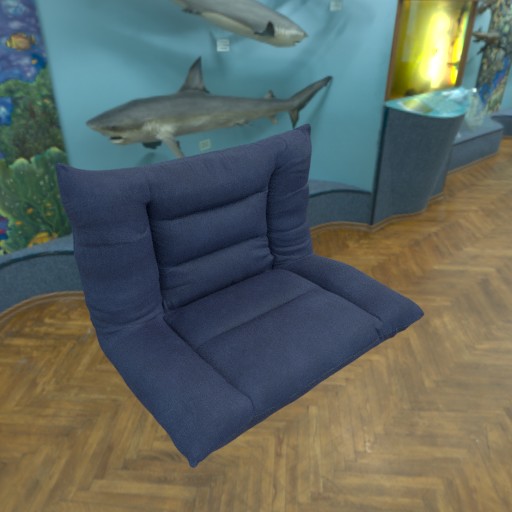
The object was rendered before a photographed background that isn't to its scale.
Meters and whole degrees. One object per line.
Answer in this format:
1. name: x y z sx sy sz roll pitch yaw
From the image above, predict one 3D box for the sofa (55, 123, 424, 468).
1. sofa: 0.000 0.000 1.659 1.122 0.778 0.849 -21 35 -33
